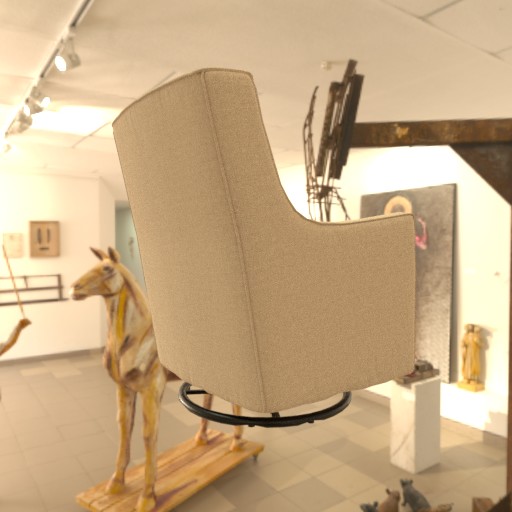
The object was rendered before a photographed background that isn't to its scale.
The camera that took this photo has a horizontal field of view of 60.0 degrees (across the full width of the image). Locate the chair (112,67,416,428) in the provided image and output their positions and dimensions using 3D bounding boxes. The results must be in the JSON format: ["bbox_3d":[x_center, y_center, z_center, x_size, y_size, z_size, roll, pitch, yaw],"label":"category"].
[{"bbox_3d":[0.000,0.000,1.557,0.879,0.993,0.732,-1,2,-36],"label":"chair"}]
